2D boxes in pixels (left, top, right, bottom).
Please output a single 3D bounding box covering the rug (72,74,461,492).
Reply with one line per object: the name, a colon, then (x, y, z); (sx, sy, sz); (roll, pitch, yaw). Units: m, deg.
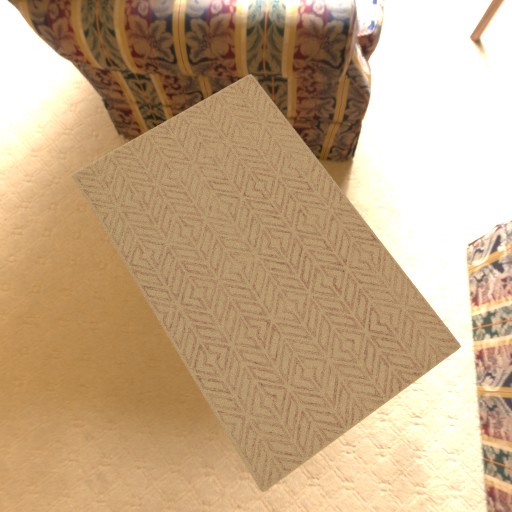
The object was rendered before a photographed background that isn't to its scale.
rug: (0.000, 0.000, 2.970); (1.523, 0.008, 2.438); (-32, 77, -9)
